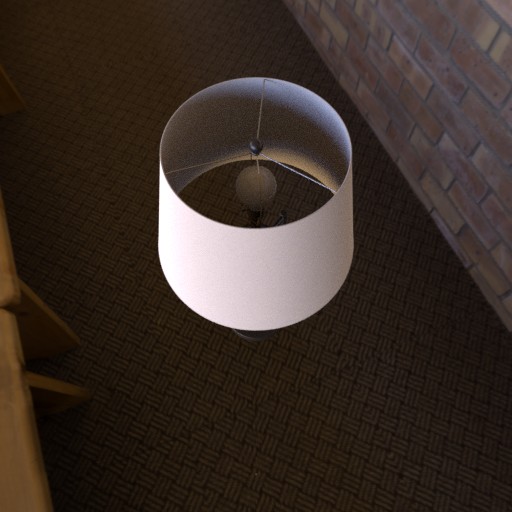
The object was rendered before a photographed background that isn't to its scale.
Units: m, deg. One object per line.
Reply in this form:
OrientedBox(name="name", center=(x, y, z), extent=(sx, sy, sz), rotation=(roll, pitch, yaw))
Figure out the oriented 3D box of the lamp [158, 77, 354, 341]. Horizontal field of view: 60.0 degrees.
OrientedBox(name="lamp", center=(0.000, 0.000, 0.904), extent=(0.363, 0.696, 0.363), rotation=(0, 64, 0))
